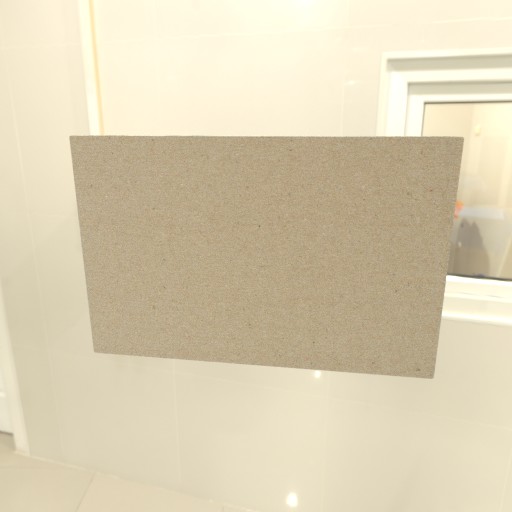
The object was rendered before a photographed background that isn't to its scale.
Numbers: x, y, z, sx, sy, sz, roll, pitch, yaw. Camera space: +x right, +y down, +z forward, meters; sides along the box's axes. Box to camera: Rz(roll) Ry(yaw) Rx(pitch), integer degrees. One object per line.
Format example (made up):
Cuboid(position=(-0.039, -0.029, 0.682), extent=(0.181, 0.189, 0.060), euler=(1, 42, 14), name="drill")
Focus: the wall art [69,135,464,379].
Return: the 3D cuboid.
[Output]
Cuboid(position=(0.000, 0.000, 0.762), extent=(0.618, 0.398, 0.042), euler=(2, 16, 8), name="wall art")
